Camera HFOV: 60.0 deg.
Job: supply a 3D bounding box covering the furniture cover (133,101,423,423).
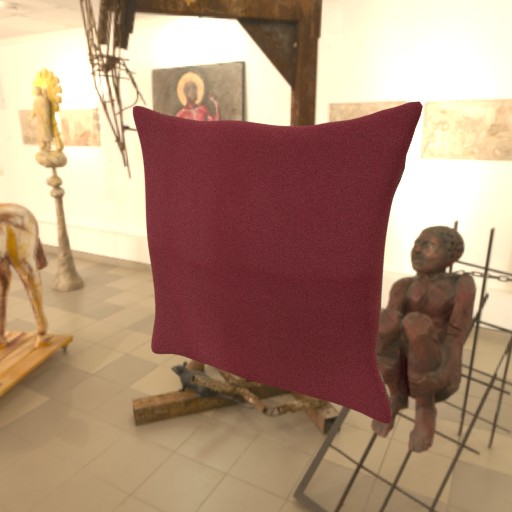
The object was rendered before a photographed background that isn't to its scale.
[{"bbox_3d":[0.000,0.000,0.785,0.514,0.513,0.163,9,19,27],"label":"furniture cover"}]
